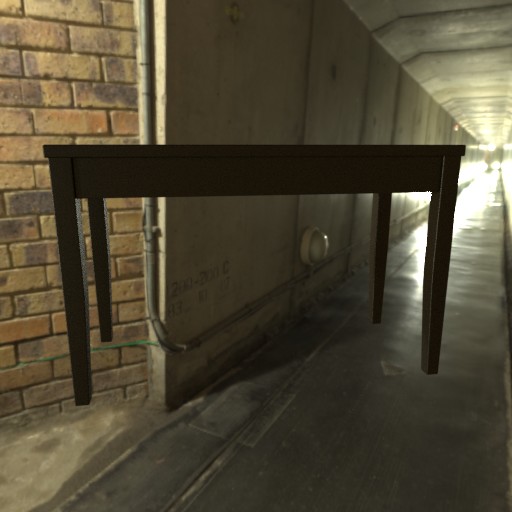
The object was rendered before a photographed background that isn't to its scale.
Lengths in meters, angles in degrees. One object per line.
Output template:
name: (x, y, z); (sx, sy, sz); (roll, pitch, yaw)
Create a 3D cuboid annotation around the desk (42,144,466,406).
desk: (0.000, 0.000, 1.592); (1.220, 0.775, 0.508); (-2, 14, -9)
